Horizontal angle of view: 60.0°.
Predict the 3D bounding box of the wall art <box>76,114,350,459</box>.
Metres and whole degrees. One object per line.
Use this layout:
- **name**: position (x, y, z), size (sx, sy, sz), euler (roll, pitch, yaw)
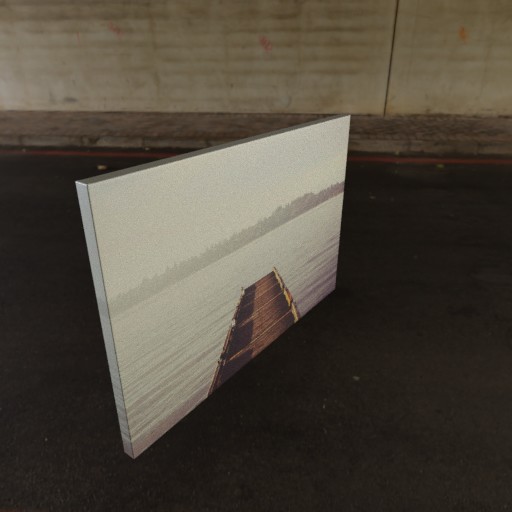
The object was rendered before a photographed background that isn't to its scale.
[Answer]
- **wall art**: position (0.000, 0.000, 0.778), size (0.021, 0.410, 0.615), euler (18, 31, 33)
